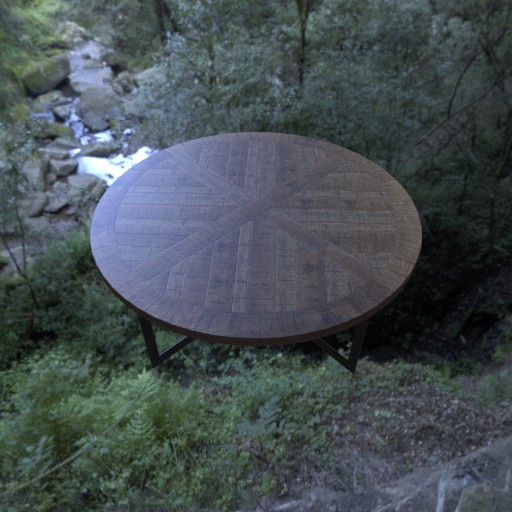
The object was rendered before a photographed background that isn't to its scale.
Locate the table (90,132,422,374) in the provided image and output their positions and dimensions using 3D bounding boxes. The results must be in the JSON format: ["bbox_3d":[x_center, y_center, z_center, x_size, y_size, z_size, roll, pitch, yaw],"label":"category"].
[{"bbox_3d":[0.000,0.000,1.918,1.264,0.516,1.264,0,43,0],"label":"table"}]
